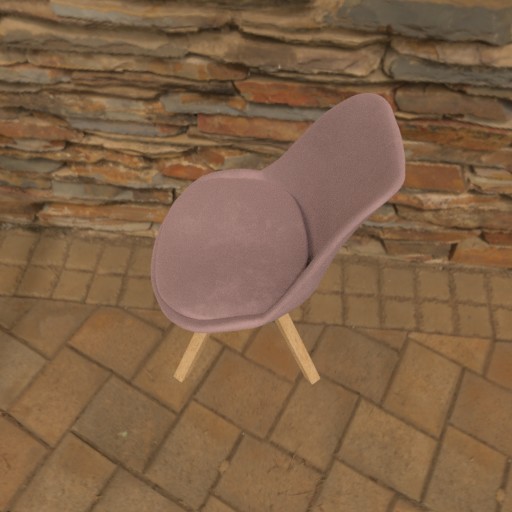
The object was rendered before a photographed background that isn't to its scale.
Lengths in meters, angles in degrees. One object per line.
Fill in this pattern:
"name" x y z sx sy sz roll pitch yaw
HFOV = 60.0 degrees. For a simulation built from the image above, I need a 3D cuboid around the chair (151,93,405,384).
"chair" 0.000 0.000 1.176 0.550 0.850 0.485 1 58 0
